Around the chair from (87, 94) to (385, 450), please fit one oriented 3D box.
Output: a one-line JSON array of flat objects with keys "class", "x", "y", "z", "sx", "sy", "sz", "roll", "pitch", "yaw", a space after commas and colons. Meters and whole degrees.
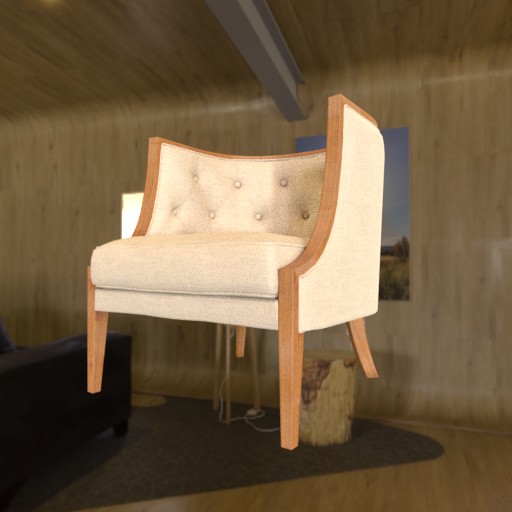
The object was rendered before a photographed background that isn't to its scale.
[{"class": "chair", "x": 0.000, "y": 0.000, "z": 1.363, "sx": 0.711, "sy": 0.775, "sz": 0.757, "roll": 0, "pitch": -1, "yaw": 35}]
